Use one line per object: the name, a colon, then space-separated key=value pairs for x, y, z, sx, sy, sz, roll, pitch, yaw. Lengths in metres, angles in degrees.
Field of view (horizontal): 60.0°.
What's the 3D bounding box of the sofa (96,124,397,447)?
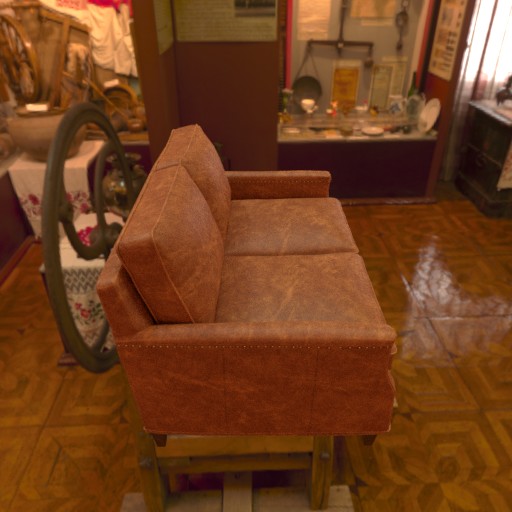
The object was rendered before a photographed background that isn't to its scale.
sofa: x=0.000 y=0.000 z=2.256 sx=1.084 sy=1.003 sz=1.597 roll=0 pitch=32 yaw=0
